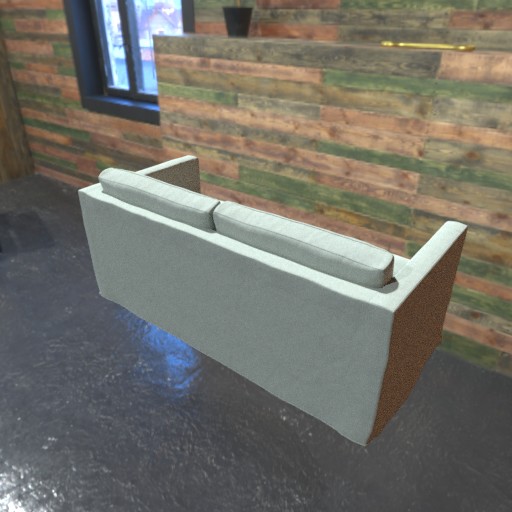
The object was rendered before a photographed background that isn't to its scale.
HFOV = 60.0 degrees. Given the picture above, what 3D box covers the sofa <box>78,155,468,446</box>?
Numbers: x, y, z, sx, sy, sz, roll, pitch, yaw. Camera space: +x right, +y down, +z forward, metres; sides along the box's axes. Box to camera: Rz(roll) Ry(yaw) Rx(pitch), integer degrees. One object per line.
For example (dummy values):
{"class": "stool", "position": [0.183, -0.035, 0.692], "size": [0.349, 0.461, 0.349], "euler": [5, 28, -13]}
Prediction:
{"class": "sofa", "position": [0.000, 0.000, 2.531], "size": [1.987, 0.870, 0.940], "euler": [21, 35, 33]}
